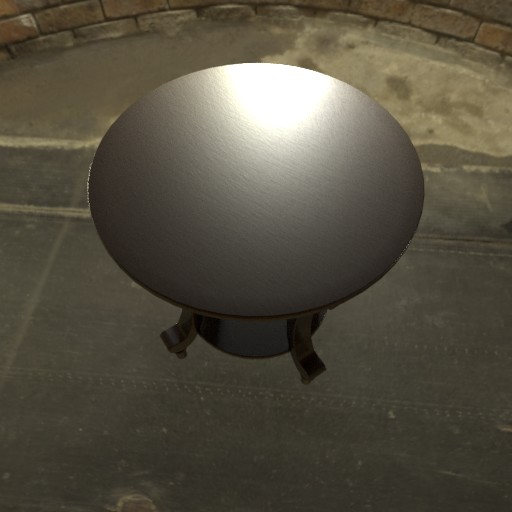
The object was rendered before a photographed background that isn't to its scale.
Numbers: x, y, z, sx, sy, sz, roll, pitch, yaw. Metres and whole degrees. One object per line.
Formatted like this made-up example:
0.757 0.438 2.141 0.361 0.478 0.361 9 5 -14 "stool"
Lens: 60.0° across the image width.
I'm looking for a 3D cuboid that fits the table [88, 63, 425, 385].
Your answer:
0.000 0.000 1.059 0.597 0.618 0.597 0 58 0 "table"
